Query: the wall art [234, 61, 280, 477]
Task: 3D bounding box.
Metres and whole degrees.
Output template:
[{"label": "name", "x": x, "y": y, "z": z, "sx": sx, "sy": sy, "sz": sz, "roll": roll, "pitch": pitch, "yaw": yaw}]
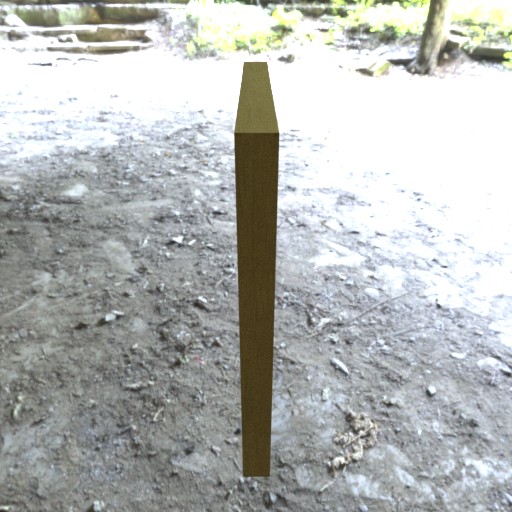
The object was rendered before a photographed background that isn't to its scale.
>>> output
[{"label": "wall art", "x": 0.000, "y": 0.000, "z": 0.522, "sx": 0.030, "sy": 0.380, "sz": 0.312, "roll": 0, "pitch": 32, "yaw": 0}]
